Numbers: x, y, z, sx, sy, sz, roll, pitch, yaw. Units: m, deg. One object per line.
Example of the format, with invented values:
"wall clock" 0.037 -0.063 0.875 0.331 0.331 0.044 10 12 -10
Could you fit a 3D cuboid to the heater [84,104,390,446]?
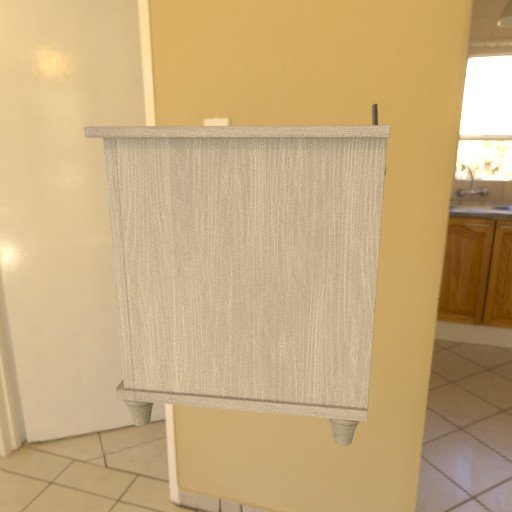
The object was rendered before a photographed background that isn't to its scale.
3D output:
"heater" 0.000 0.000 0.747 0.400 0.481 0.362 2 15 8
